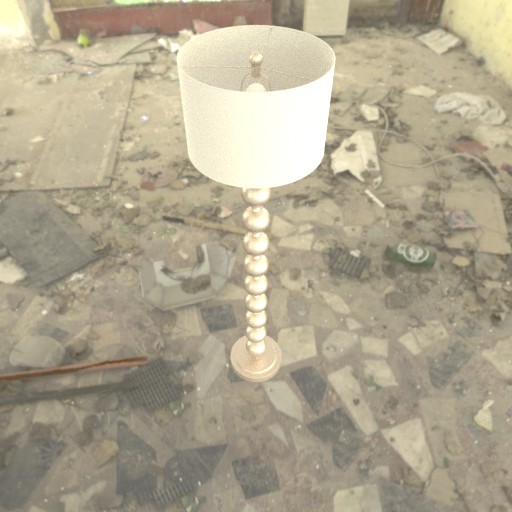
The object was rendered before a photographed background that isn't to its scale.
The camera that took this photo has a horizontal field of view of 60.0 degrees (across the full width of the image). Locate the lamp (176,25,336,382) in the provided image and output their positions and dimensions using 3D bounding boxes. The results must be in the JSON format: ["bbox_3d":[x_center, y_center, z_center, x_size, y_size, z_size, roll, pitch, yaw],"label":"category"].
[{"bbox_3d":[0.000,0.000,1.631,0.394,1.474,0.394,10,48,9],"label":"lamp"}]
